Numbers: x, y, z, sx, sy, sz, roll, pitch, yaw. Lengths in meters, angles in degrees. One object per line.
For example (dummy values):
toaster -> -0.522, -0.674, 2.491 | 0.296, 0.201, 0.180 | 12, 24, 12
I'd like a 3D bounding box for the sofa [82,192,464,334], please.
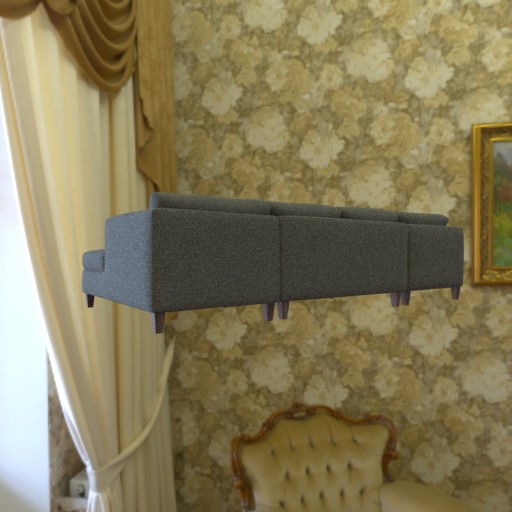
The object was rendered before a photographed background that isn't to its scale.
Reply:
sofa -> 0.000, 0.000, 4.420 | 3.238, 0.853, 2.551 | 0, 1, -35
